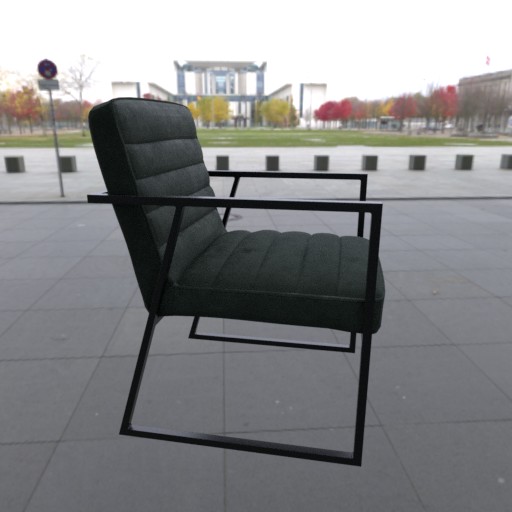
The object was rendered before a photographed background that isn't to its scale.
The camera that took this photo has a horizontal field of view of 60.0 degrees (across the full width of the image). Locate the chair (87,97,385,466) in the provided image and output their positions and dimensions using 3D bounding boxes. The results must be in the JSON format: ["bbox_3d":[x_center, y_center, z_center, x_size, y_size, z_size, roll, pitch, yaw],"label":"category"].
[{"bbox_3d":[0.000,0.000,1.243,0.677,0.833,0.571,3,17,10],"label":"chair"}]
